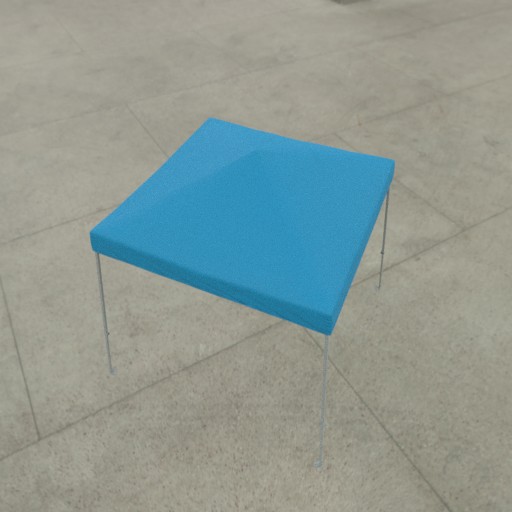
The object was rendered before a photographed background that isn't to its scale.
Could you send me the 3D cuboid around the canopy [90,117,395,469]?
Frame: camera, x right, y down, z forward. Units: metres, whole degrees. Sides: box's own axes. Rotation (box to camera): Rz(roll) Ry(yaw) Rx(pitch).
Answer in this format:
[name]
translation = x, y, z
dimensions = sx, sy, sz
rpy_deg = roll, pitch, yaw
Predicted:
[canopy]
translation = 0.000, 0.000, 6.531
dimensions = 3.599, 3.600, 3.600
rpy_deg = 18, 48, 17
